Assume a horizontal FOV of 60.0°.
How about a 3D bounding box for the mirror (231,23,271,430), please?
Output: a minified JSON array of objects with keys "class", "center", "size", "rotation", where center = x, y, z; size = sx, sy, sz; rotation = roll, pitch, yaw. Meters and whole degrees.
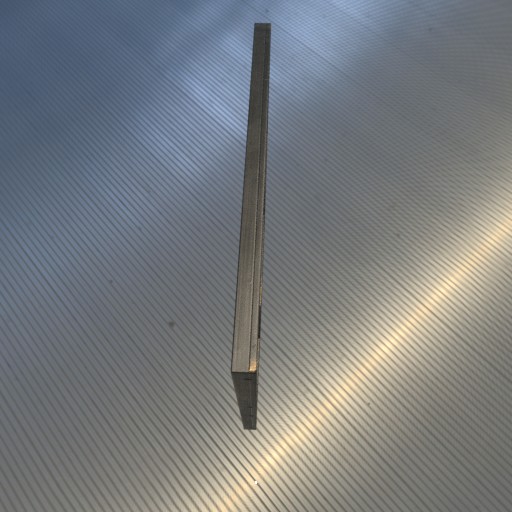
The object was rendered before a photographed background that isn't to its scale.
[{"class":"mirror","center":[0.000,0.000,0.570],"size":[0.020,0.381,0.382],"rotation":[2,63,1]}]
